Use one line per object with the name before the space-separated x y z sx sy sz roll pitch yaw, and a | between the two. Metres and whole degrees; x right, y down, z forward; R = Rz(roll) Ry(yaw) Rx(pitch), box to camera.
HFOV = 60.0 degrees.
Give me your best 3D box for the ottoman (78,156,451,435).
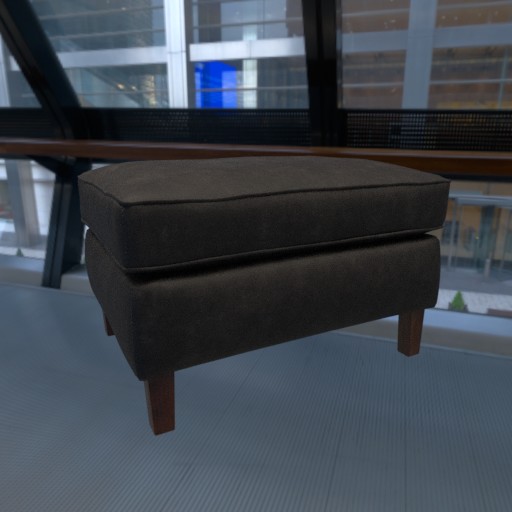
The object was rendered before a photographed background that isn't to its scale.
ottoman | 0.000 0.000 0.970 0.665 0.413 0.501 -8 17 -27
